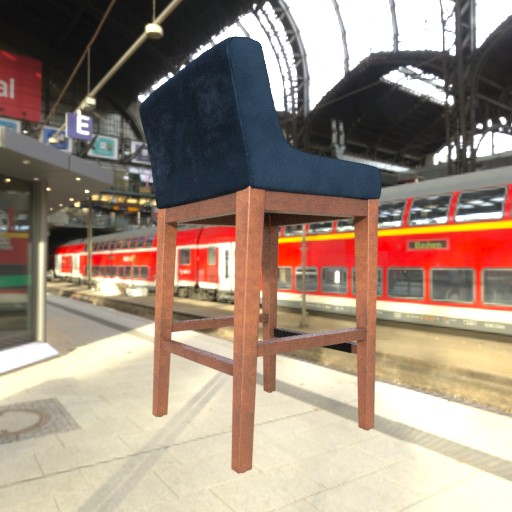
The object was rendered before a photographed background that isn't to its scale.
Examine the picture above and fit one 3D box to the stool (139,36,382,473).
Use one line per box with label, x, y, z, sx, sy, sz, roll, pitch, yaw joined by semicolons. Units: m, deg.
stool;0.000;0.000;1.256;0.516;0.945;0.511;1;-1;-36
